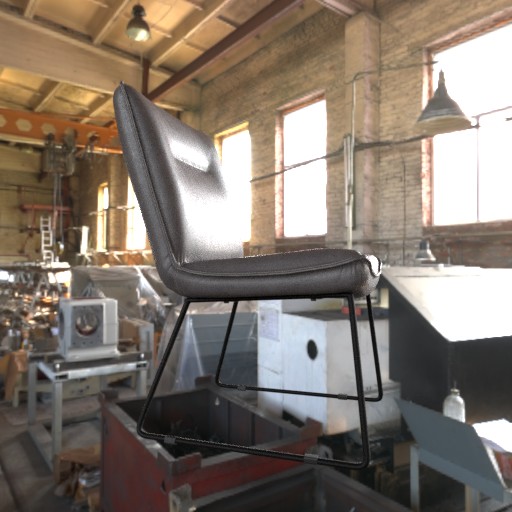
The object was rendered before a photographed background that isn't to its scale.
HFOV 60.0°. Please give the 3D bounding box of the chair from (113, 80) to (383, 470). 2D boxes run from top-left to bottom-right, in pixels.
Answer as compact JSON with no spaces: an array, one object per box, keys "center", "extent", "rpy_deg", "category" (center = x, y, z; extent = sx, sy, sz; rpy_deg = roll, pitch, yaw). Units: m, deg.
[{"center":[0.000,0.000,1.293],"extent":[0.688,0.932,0.515],"rpy_deg":[0,-1,19],"category":"chair"}]
